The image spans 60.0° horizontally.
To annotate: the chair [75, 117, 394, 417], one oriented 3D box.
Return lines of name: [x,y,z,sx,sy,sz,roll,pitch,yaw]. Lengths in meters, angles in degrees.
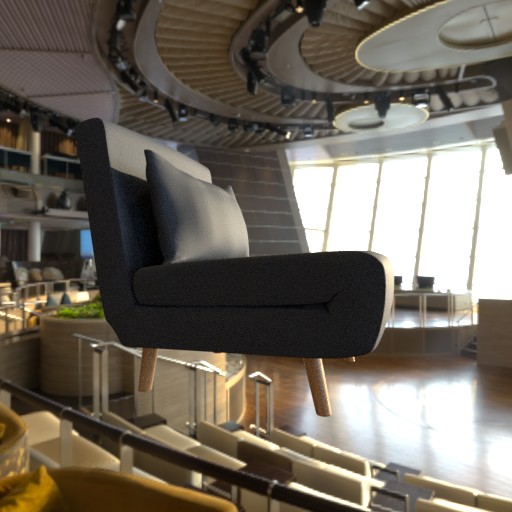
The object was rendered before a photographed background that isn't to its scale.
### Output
chair: [0.000,0.000,1.515,0.900,0.808,0.770,0,0,18]
